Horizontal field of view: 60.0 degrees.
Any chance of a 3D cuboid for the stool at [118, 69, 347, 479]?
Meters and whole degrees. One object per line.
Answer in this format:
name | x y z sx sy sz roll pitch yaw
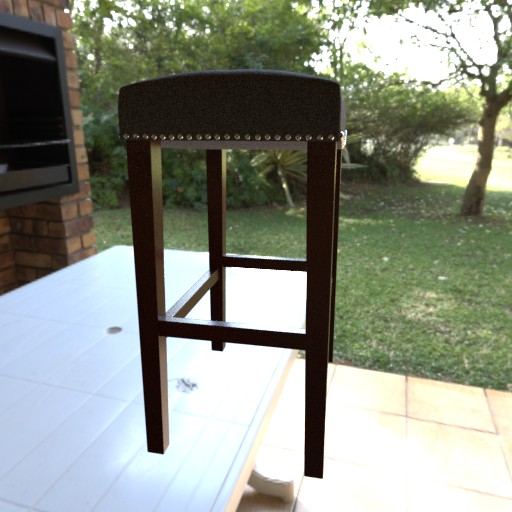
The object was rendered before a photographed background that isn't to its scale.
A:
stool | 0.000 0.000 1.011 0.372 0.742 0.504 3 17 11
